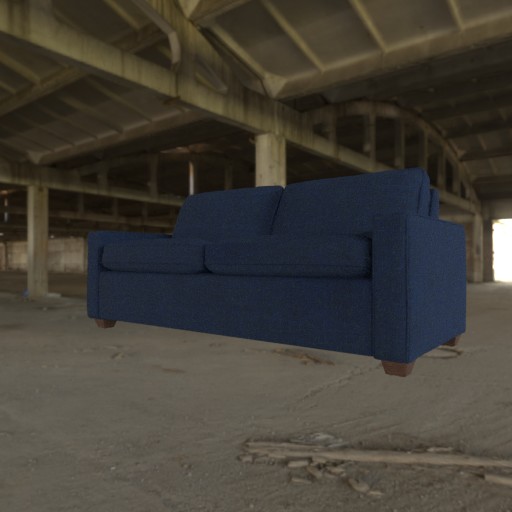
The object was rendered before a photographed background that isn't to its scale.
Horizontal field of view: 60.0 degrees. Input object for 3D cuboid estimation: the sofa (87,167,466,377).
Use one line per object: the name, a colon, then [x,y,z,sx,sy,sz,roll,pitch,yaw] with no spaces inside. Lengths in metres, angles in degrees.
sofa: [0.000,0.000,2.551,2.080,0.919,0.940,0,0,37]
